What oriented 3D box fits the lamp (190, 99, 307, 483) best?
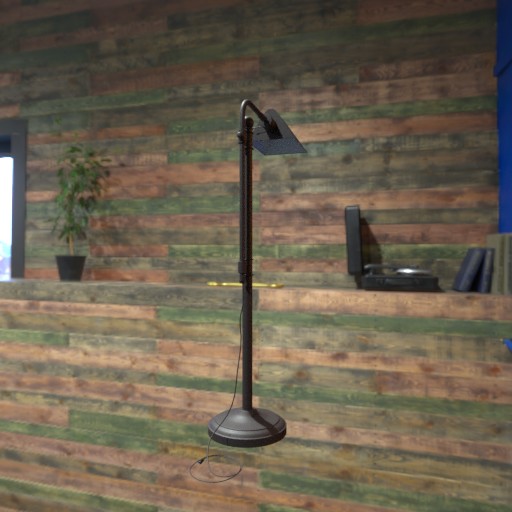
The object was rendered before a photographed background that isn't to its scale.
[{"bbox_3d":[0.000,0.000,0.952,0.159,0.708,0.545,0,0,17],"label":"lamp"}]
